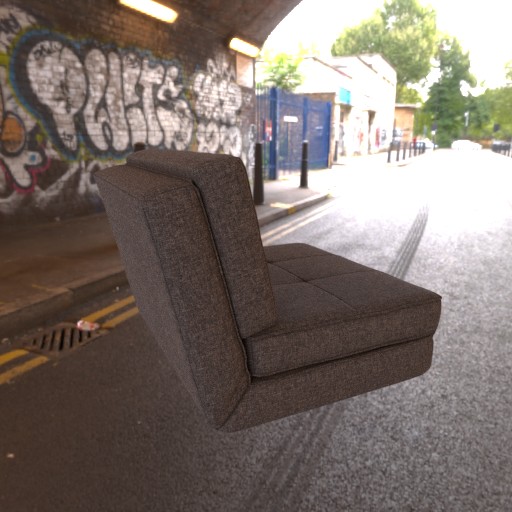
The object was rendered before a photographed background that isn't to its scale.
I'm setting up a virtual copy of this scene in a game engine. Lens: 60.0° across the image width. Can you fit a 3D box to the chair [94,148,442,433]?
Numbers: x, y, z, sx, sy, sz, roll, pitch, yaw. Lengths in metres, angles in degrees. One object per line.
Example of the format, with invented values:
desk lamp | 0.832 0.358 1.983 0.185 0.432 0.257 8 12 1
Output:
chair | 0.000 0.000 1.319 0.800 0.615 0.740 -7 16 -25
